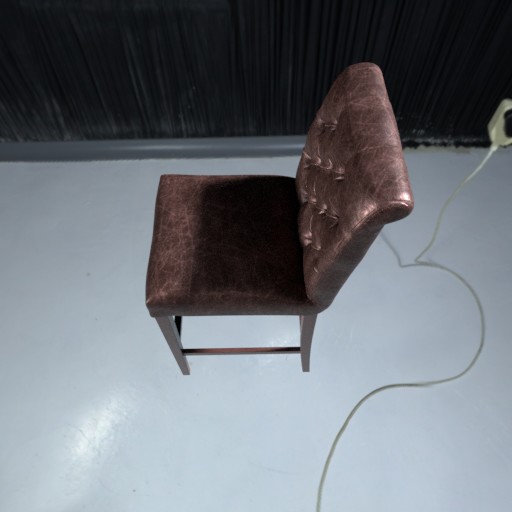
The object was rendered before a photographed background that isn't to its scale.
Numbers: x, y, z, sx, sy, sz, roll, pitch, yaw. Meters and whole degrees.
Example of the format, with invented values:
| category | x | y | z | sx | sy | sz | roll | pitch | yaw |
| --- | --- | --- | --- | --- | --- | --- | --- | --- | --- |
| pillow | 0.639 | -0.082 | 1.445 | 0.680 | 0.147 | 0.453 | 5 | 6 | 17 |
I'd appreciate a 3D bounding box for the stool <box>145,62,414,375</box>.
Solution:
| category | x | y | z | sx | sy | sz | roll | pitch | yaw |
| --- | --- | --- | --- | --- | --- | --- | --- | --- | --- |
| stool | 0.000 | 0.000 | 1.497 | 0.659 | 1.168 | 0.483 | -1 | 59 | -1 |
